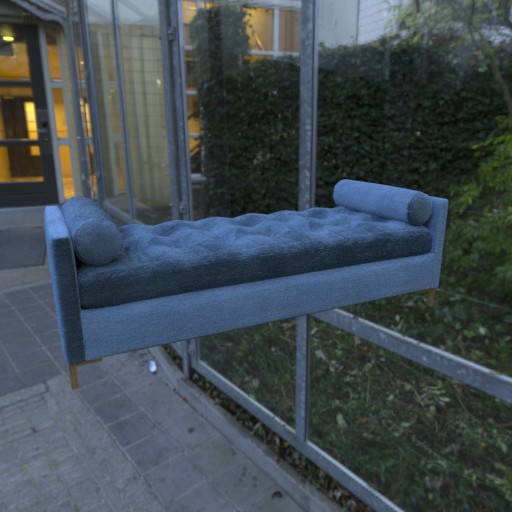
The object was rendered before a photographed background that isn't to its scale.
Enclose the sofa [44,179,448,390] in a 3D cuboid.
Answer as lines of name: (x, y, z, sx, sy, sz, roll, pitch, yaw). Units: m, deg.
sofa: (0.000, 0.000, 2.492, 2.102, 0.705, 0.796, -8, 18, -25)
